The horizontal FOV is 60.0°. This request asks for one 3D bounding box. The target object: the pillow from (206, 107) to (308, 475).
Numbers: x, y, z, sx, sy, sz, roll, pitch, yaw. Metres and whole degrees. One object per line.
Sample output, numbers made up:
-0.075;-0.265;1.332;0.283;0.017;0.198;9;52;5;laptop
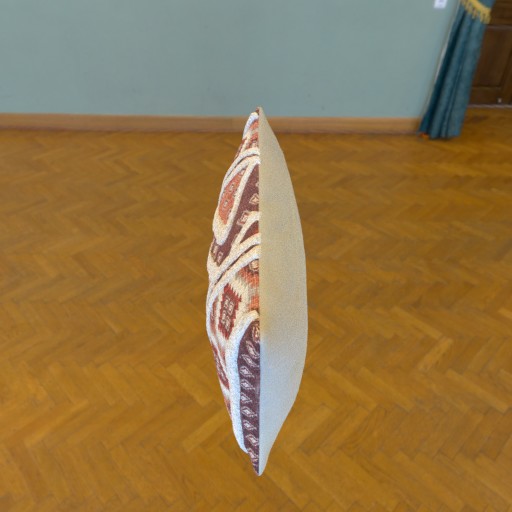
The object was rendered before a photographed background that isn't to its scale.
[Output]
0.000;0.000;0.754;0.161;0.295;0.608;0;40;0;pillow
